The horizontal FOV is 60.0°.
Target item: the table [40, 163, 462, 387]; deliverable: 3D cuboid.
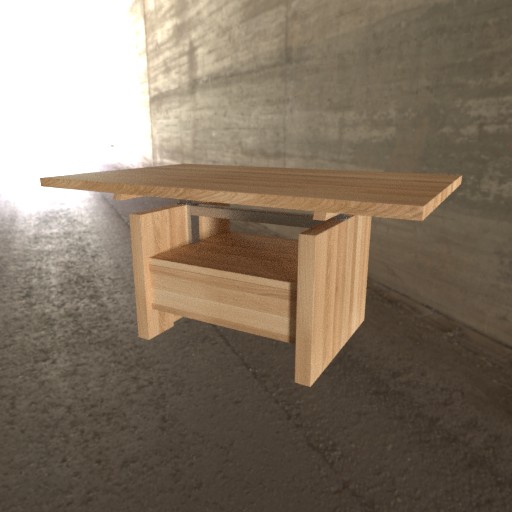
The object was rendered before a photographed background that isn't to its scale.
[{"bbox_3d":[0.000,0.000,1.434,1.100,0.510,0.700,9,18,28],"label":"table"}]
